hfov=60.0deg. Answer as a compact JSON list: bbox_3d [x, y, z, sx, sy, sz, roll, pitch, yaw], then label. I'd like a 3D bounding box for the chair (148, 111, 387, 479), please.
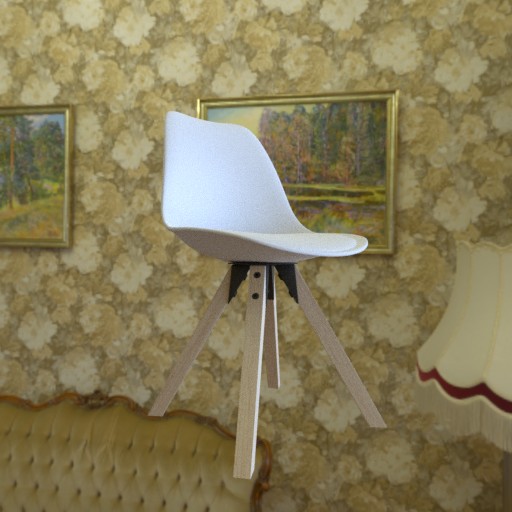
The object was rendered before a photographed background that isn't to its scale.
[{"bbox_3d":[0.000,0.000,1.165,0.485,0.850,0.550,0,0,-37],"label":"chair"}]
